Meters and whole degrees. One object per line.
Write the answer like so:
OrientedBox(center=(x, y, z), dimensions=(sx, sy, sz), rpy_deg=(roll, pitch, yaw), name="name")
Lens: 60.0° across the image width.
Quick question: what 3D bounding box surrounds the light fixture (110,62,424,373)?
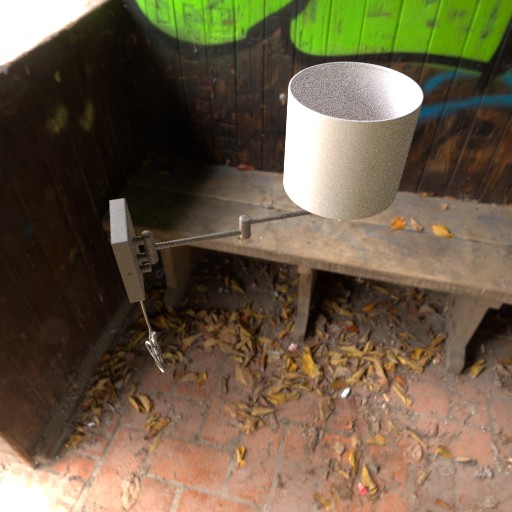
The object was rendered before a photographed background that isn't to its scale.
OrientedBox(center=(0.000, 0.000, 0.884), dimensions=(0.516, 0.651, 0.203), rpy_deg=(-10, 46, -10), name="light fixture")
